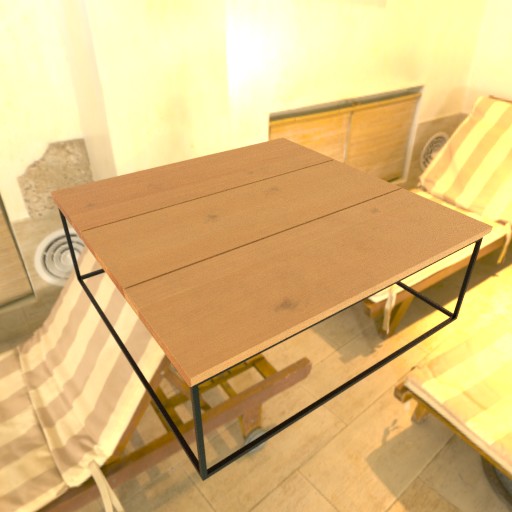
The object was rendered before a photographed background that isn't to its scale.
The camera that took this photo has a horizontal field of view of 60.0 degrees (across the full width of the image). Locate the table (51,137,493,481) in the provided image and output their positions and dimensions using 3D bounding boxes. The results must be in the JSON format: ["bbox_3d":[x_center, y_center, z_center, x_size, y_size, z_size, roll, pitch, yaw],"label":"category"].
[{"bbox_3d":[0.000,0.000,1.651,1.100,0.400,1.100,-21,38,-29],"label":"table"}]
